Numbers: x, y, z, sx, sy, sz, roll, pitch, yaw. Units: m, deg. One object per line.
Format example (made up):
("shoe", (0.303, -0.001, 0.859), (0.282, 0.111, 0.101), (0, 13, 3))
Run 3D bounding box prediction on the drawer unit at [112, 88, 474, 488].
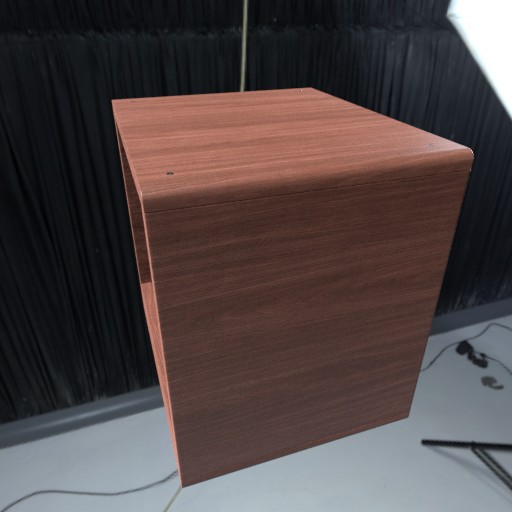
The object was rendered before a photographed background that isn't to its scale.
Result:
("drawer unit", (0.000, 0.000, 0.581), (0.290, 0.351, 0.349), (-10, 31, -16))
